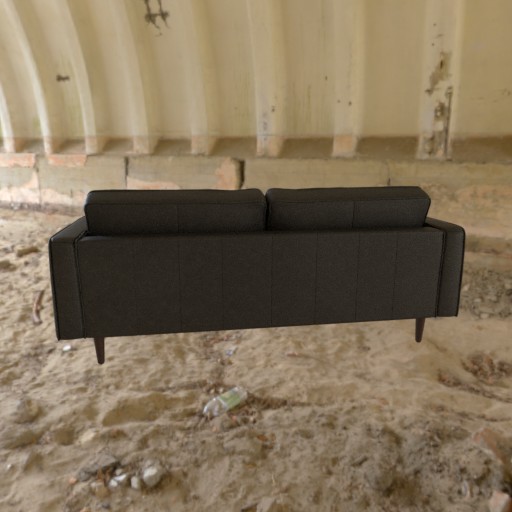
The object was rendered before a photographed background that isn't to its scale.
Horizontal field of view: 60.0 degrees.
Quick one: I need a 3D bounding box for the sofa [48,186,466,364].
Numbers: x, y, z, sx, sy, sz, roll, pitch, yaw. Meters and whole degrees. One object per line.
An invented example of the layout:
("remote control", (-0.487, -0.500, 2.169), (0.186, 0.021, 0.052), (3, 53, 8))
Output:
("sofa", (0.000, 0.000, 2.386), (1.879, 0.770, 0.921), (-2, 13, -9))
